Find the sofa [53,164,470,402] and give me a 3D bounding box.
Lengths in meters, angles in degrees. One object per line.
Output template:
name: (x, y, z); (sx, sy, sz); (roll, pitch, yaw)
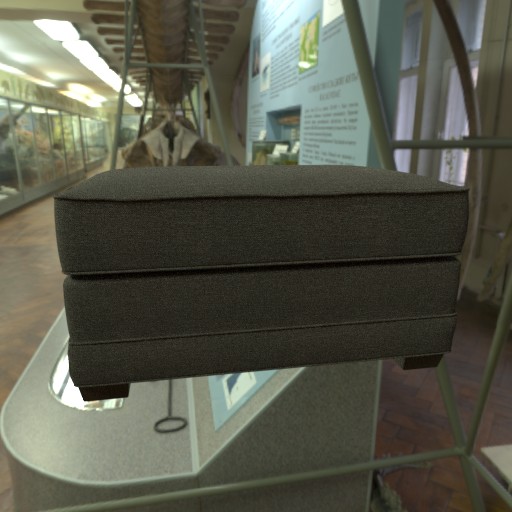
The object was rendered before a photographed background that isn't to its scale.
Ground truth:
sofa: (0.000, 0.000, 1.172); (0.854, 0.457, 0.578); (-3, 15, -10)
